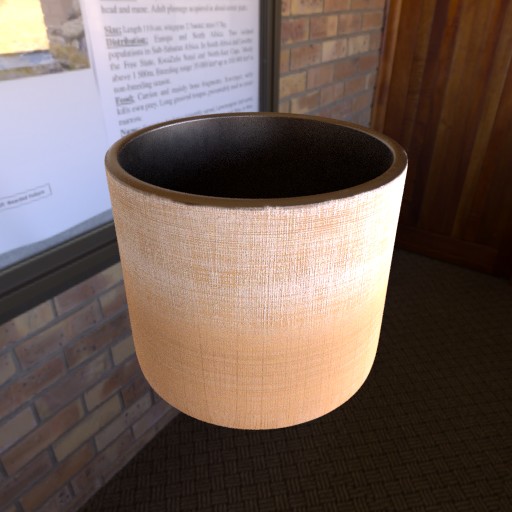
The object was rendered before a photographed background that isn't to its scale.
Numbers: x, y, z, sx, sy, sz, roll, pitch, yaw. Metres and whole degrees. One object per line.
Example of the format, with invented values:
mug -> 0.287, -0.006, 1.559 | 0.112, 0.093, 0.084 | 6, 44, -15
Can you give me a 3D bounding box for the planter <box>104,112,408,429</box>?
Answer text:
planter -> 0.000, 0.000, 0.433 | 0.254, 0.221, 0.254 | 0, 31, 0
